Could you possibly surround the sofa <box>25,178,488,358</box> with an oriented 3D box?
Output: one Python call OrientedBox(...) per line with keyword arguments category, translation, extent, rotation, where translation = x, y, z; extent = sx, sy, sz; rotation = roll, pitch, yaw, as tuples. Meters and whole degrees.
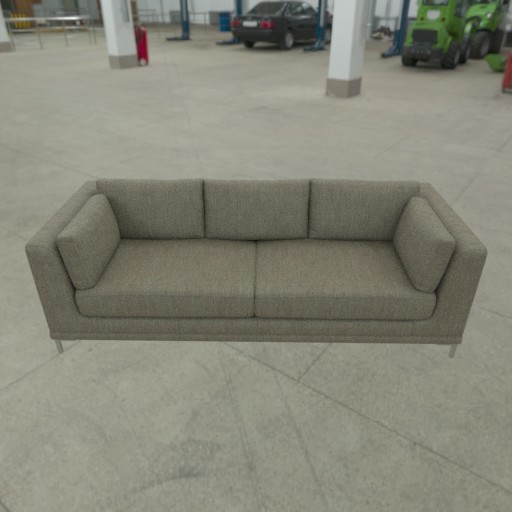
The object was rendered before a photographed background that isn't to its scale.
OrientedBox(category="sofa", translation=(0.000, 0.000, 2.844), extent=(2.415, 0.867, 0.969), rotation=(0, 30, 1))
